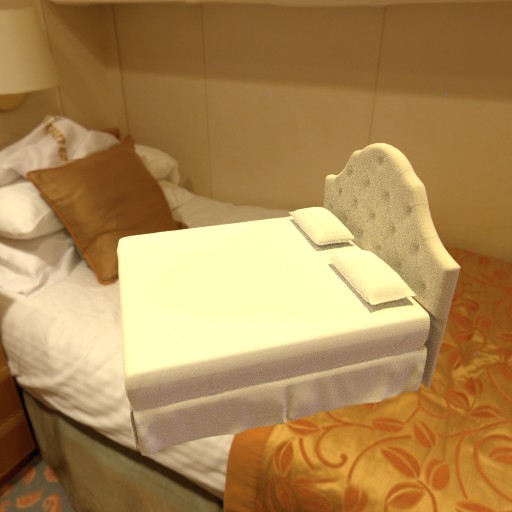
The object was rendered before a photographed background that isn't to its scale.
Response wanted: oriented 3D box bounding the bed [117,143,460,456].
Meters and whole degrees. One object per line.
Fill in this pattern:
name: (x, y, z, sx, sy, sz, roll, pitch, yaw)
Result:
bed: (0.000, 0.000, 3.559, 2.214, 1.615, 2.008, -8, 30, -14)
